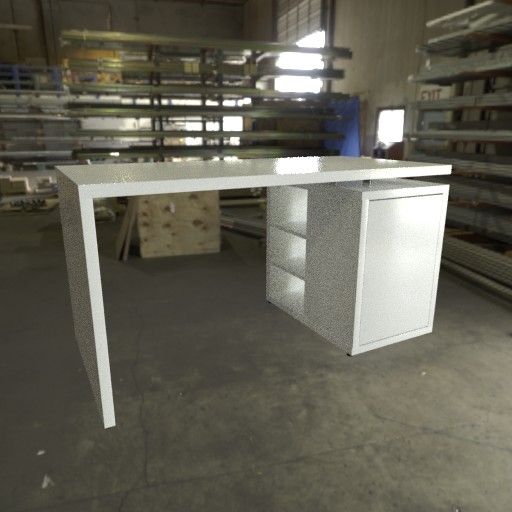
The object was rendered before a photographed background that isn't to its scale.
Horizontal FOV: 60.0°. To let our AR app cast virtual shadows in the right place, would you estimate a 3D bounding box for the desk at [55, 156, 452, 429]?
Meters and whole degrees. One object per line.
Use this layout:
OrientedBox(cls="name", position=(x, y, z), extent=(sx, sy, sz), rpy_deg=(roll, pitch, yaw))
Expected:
OrientedBox(cls="desk", position=(0.000, 0.000, 1.842), extent=(1.400, 0.740, 0.690), rpy_deg=(-8, 18, -27))
